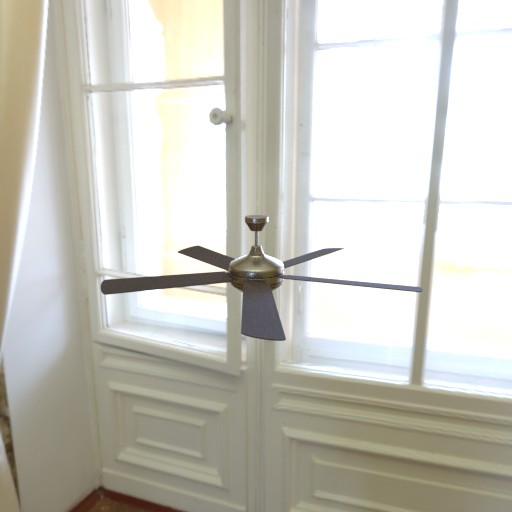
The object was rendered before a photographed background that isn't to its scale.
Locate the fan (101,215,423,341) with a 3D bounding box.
[{"bbox_3d":[0.000,0.000,1.987,1.321,0.356,1.321,-7,15,-26],"label":"fan"}]
